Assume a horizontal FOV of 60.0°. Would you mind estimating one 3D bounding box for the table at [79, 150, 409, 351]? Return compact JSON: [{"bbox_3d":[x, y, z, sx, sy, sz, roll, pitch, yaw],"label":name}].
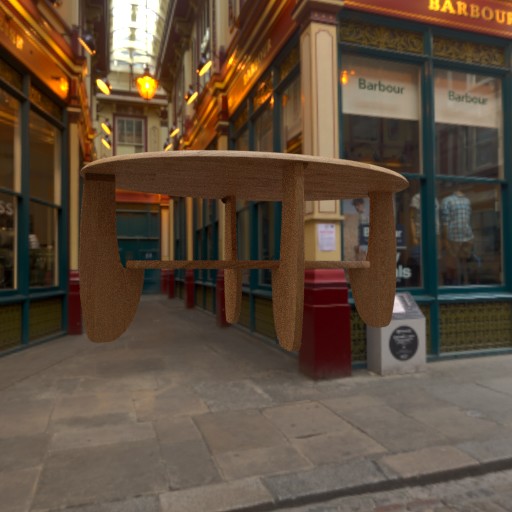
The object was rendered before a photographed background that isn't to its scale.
[{"bbox_3d":[0.000,0.000,1.403,1.040,0.490,0.690,0,-1,-19],"label":"table"}]
